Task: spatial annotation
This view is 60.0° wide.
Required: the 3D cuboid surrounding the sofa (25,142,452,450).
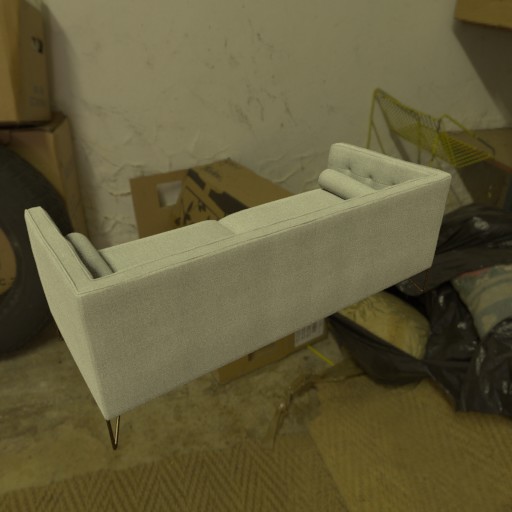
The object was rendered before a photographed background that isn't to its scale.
[{"bbox_3d":[0.000,0.000,2.456,2.079,0.798,0.912,-19,34,-30],"label":"sofa"}]
